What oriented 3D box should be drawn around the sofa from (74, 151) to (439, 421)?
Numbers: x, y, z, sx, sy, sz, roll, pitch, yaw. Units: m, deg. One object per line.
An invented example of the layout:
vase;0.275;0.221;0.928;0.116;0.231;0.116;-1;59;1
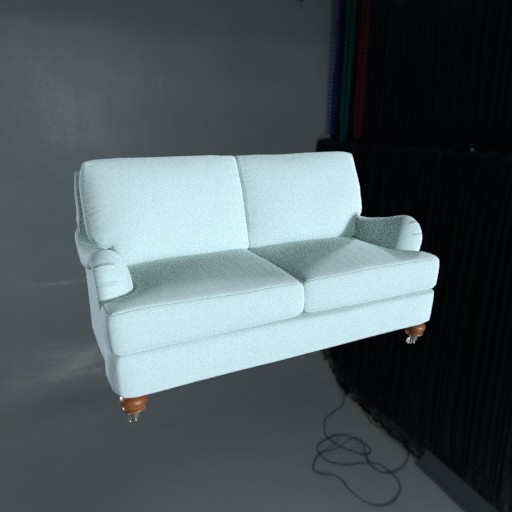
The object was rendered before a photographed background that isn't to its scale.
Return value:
sofa;0.000;0.000;2.529;1.853;1.101;1.084;-8;18;-25
